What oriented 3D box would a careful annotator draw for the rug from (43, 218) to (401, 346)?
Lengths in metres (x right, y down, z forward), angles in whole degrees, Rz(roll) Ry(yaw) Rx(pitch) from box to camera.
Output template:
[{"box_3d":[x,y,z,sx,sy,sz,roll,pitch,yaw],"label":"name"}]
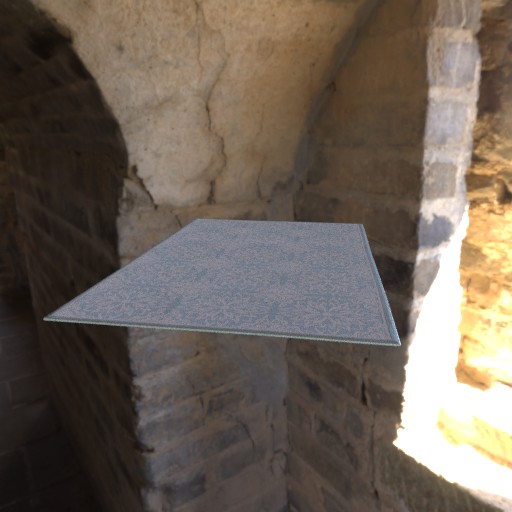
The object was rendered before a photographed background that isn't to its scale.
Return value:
[{"box_3d":[0.000,0.000,3.491,1.819,0.018,2.746,3,16,9],"label":"rug"}]
